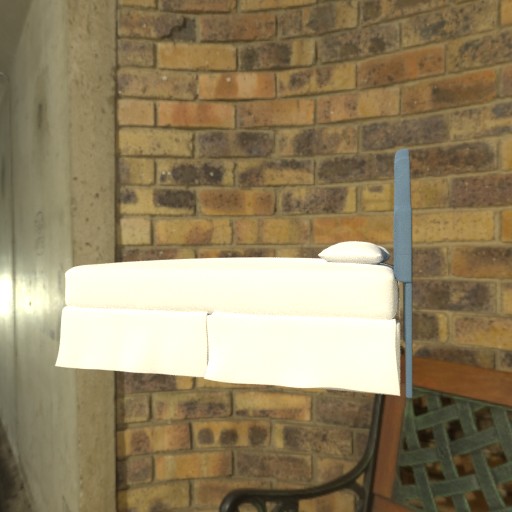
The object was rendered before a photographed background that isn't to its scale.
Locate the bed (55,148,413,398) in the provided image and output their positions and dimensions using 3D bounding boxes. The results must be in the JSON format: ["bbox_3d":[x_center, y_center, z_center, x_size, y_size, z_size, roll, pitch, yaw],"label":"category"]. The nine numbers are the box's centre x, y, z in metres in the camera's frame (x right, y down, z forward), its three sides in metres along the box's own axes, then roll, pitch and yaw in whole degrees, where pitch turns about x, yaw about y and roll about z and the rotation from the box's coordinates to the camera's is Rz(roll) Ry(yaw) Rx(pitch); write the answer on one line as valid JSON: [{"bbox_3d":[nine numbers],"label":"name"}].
[{"bbox_3d":[0.000,0.000,3.796,2.477,1.617,2.039,0,0,18],"label":"bed"}]
